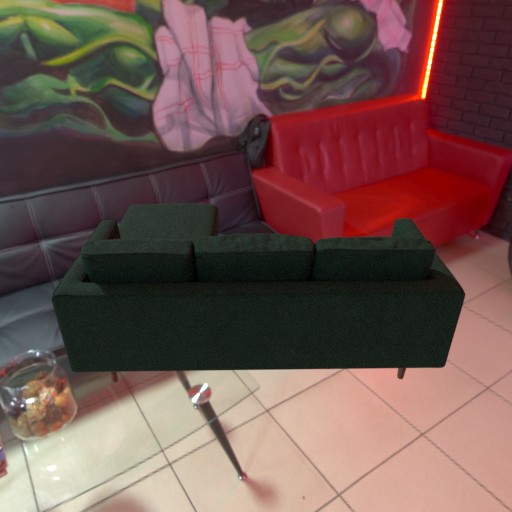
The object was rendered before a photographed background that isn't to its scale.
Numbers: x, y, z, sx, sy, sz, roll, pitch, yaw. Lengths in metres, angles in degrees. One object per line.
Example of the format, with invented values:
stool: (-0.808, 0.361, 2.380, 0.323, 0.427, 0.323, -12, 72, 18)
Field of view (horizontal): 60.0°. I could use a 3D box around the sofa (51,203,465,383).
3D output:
sofa: (0.000, 0.000, 2.941, 2.030, 0.899, 1.580, 0, 30, -1)
